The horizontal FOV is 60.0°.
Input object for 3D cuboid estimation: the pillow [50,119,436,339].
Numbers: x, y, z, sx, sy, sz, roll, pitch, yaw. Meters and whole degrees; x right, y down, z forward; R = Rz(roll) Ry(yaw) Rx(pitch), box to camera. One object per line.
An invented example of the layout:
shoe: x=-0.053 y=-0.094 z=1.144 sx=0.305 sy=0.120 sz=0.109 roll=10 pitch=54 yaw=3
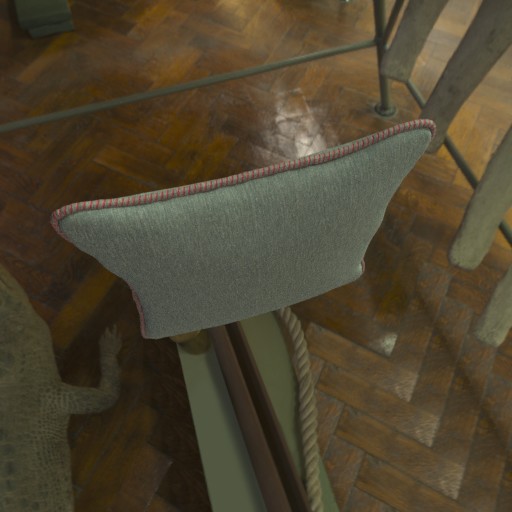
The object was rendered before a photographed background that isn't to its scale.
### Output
pillow: x=0.000 y=0.000 z=0.730 sx=0.482 sy=0.491 sz=0.124 roll=-15 pitch=64 yaw=-8
